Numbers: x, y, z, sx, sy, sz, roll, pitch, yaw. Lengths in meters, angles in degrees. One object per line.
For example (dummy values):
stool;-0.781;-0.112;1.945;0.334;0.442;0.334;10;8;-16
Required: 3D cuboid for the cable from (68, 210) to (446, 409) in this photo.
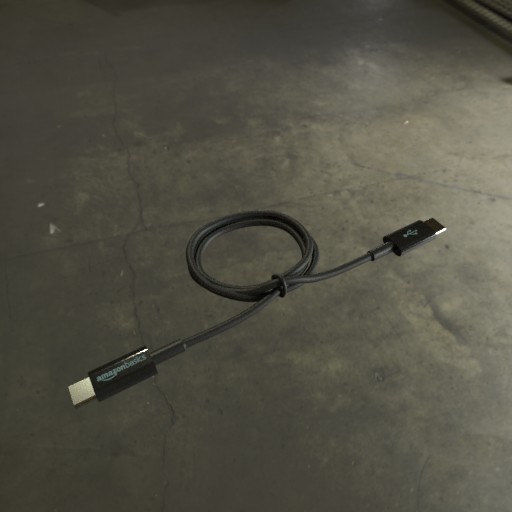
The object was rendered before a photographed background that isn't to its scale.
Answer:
cable;0.000;0.000;0.226;0.203;0.014;0.070;-23;51;-20
